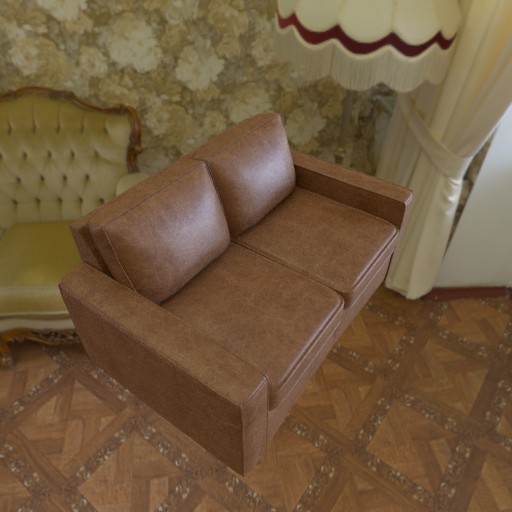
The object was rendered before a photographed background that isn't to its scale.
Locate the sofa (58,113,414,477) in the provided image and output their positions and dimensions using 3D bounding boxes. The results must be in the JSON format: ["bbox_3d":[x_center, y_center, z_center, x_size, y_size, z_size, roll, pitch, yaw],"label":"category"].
[{"bbox_3d":[0.000,0.000,2.164,1.020,0.896,1.532,26,48,26],"label":"sofa"}]
